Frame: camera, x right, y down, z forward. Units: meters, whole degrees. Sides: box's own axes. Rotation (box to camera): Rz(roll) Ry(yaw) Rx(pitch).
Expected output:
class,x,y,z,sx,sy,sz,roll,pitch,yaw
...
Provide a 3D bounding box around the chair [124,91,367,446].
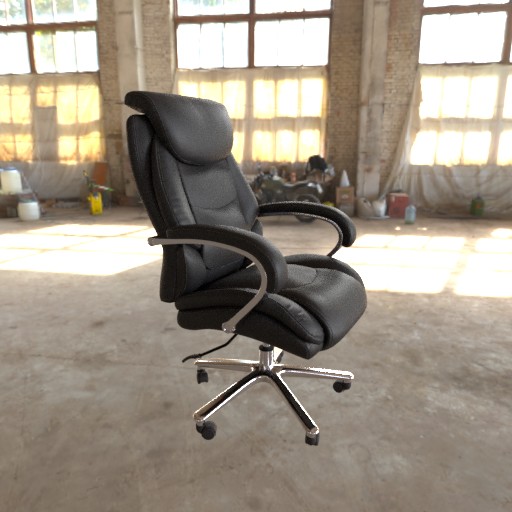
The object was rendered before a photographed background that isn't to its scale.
class,x,y,z,sx,sy,sz,roll,pitch,yaw
chair,0.000,0.000,1.673,0.790,1.183,0.755,8,16,28
